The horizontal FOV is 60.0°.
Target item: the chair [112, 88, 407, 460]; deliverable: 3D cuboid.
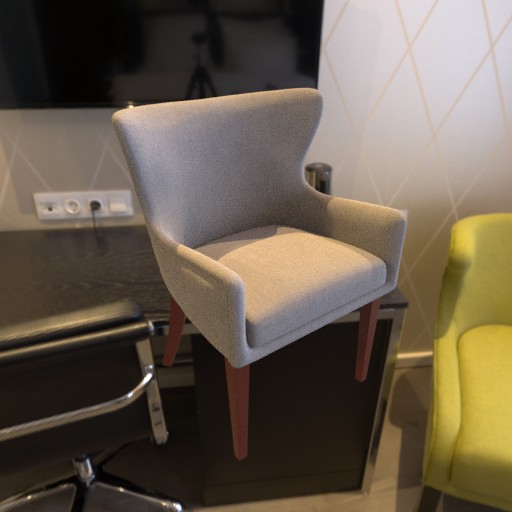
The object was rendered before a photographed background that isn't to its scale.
[{"bbox_3d":[0.000,0.000,1.448,0.732,0.948,0.677,-20,34,-32],"label":"chair"}]
